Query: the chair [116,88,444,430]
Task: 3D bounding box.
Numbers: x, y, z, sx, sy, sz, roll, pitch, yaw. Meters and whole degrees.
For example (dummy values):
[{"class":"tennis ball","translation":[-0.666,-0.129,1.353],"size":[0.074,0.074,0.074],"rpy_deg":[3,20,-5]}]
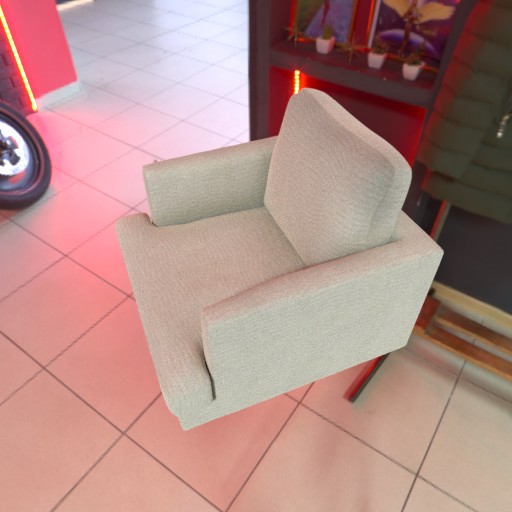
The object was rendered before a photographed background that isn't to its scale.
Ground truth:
[{"class":"chair","translation":[0.000,0.000,1.621],"size":[0.899,0.957,0.858],"rpy_deg":[-16,47,-16]}]
